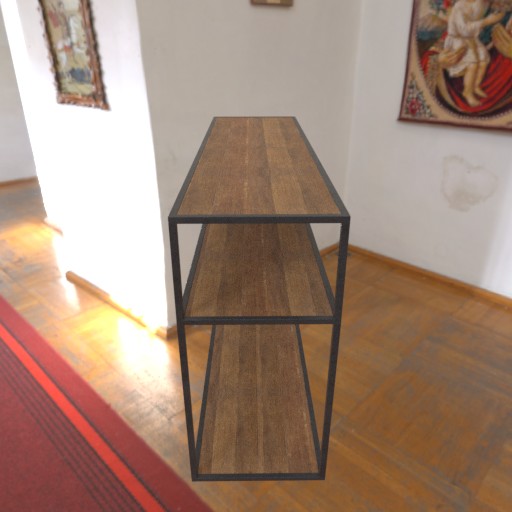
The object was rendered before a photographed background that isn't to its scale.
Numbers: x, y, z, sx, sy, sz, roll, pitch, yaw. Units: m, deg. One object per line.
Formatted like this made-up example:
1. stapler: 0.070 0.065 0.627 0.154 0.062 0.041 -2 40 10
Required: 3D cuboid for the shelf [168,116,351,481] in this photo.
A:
1. shelf: 0.000 0.000 1.567 0.361 0.765 1.201 0 26 -1
